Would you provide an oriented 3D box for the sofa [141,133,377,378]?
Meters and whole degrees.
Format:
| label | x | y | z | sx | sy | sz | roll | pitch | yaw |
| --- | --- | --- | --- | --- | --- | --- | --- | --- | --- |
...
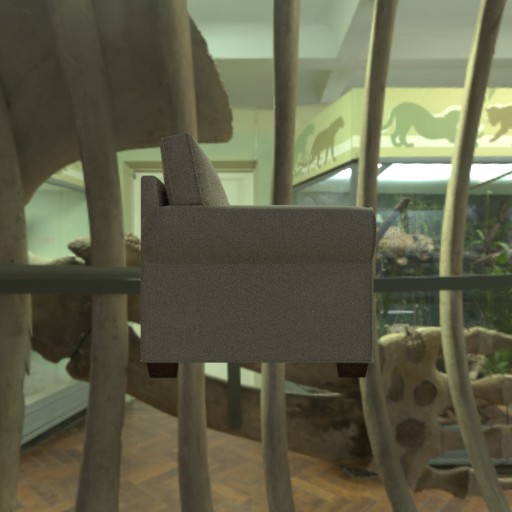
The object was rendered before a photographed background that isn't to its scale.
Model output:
| label | x | y | z | sx | sy | sz | roll | pitch | yaw |
| --- | --- | --- | --- | --- | --- | --- | --- | --- | --- |
| sofa | 0.000 | 0.000 | 2.680 | 0.901 | 0.962 | 2.146 | 0 | -1 | 0 |
